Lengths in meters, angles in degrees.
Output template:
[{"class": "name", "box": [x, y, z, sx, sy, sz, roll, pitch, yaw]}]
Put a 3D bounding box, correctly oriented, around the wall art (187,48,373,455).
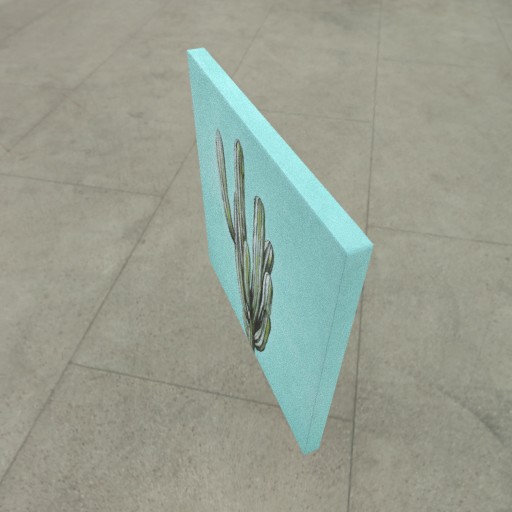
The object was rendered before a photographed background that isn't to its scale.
[{"class": "wall art", "box": [0.000, 0.000, 1.140, 0.054, 0.766, 0.765, -17, 49, -16]}]
